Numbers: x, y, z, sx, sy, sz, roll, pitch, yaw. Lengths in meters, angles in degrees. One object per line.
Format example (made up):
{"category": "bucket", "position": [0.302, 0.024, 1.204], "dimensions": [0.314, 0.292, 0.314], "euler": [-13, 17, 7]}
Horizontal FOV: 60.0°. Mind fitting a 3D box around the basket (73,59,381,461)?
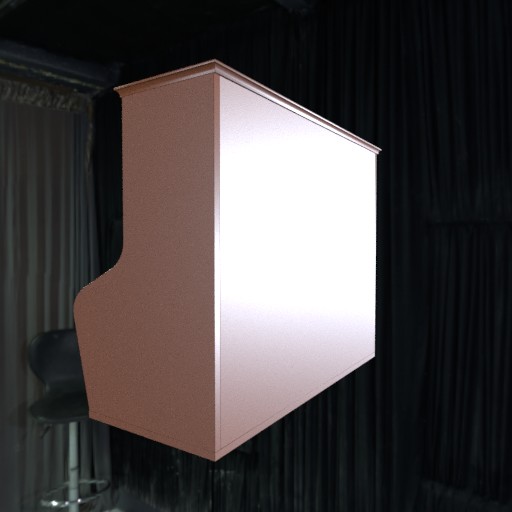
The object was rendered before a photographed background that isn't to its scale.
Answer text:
{"category": "basket", "position": [0.000, 0.000, 1.113], "dimensions": [0.376, 0.625, 0.792], "euler": [1, 2, 33]}
